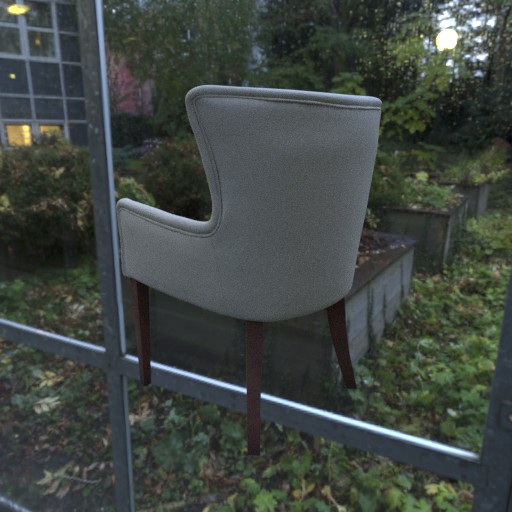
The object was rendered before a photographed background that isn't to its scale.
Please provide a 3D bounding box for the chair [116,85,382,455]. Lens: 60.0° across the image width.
[{"bbox_3d":[0.000,0.000,1.411,0.660,0.952,0.686,-14,21,-43],"label":"chair"}]
